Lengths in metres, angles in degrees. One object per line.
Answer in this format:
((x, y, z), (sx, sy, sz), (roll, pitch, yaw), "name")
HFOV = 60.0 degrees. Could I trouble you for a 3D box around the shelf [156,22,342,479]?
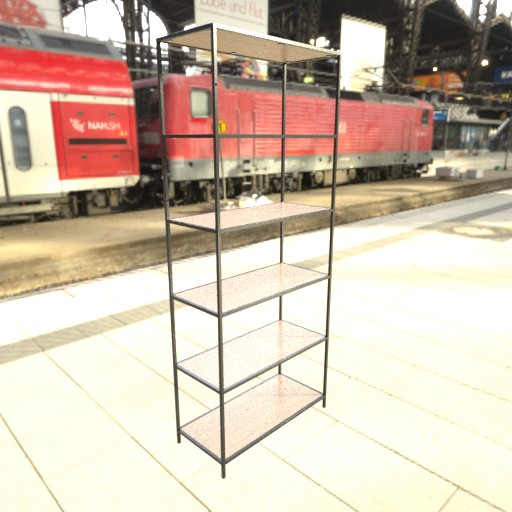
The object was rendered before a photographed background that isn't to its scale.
((0.000, 0.000, 2.123), (0.350, 1.850, 0.770), (14, 20, 43), "shelf")
